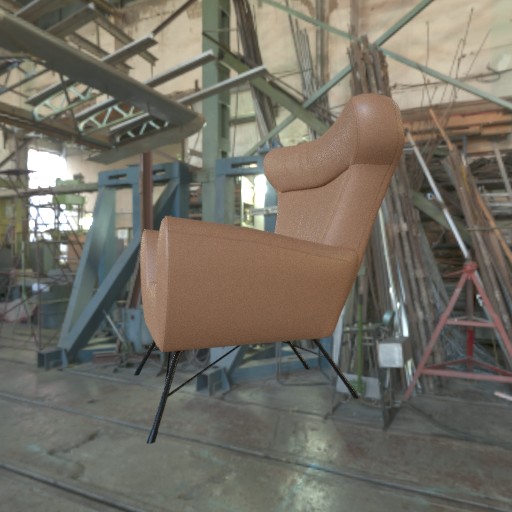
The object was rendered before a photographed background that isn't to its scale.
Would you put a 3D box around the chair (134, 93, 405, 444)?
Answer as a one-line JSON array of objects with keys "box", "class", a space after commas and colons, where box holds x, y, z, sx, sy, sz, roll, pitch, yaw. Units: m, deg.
[{"box": [0.000, 0.000, 1.748, 0.900, 1.050, 0.980, 0, 0, -18], "class": "chair"}]
